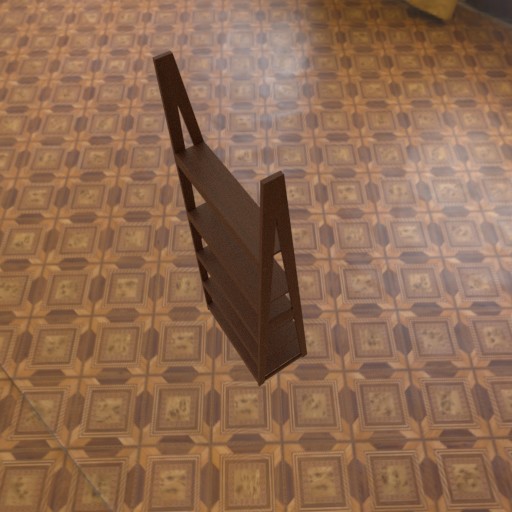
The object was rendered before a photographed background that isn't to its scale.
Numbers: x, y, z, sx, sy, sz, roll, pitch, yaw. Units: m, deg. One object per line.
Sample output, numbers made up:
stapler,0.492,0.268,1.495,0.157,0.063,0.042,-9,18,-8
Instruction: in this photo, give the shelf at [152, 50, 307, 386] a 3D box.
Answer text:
shelf,0.000,0.000,1.997,0.350,1.770,0.600,-29,63,-17
